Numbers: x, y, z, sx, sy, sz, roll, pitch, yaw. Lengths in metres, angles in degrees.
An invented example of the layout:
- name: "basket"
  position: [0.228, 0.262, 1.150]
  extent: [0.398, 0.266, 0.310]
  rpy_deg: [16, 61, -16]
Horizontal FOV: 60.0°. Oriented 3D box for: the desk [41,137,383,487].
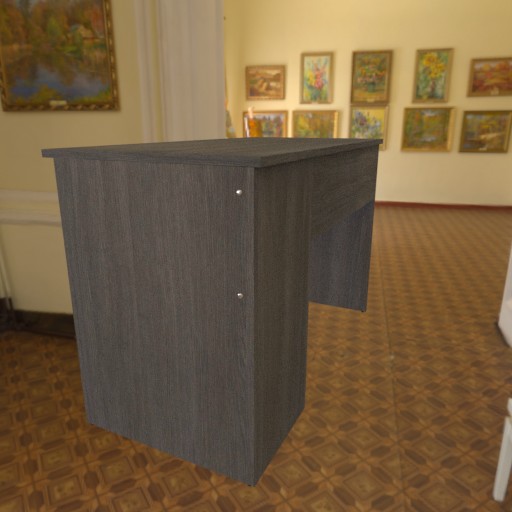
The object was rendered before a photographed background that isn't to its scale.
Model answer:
- name: "desk"
  position: [0.000, 0.000, 1.472]
  extent: [0.560, 0.730, 1.096]
  rpy_deg: [8, 18, 25]
